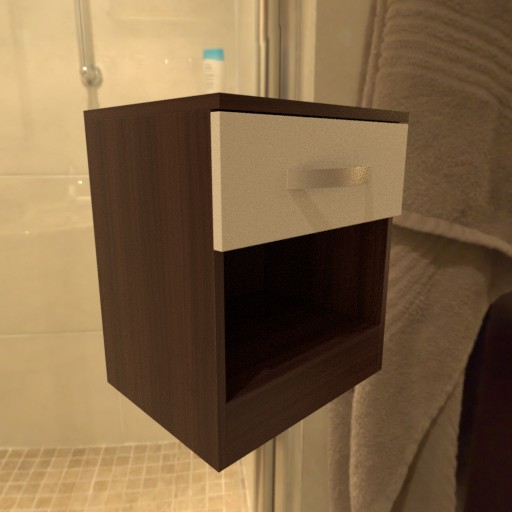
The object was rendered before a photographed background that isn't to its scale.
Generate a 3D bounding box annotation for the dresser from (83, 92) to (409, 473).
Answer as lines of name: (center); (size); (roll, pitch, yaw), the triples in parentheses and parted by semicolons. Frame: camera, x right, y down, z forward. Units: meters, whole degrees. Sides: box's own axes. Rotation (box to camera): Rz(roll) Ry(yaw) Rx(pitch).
dresser: (0.000, 0.000, 0.754); (0.400, 0.470, 0.360); (-13, 19, -42)
